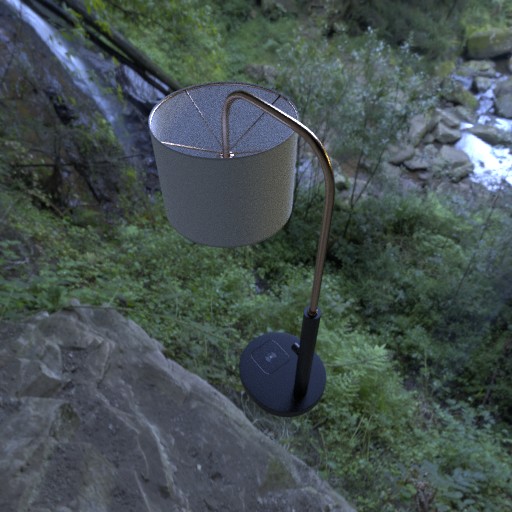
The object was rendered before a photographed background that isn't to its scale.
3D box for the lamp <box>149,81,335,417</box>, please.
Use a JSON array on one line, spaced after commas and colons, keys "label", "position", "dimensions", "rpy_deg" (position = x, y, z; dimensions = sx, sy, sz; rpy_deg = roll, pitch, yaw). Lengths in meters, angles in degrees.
[{"label": "lamp", "position": [0.000, 0.000, 0.712], "dimensions": [0.199, 0.540, 0.337], "rpy_deg": [-30, 53, -25]}]
